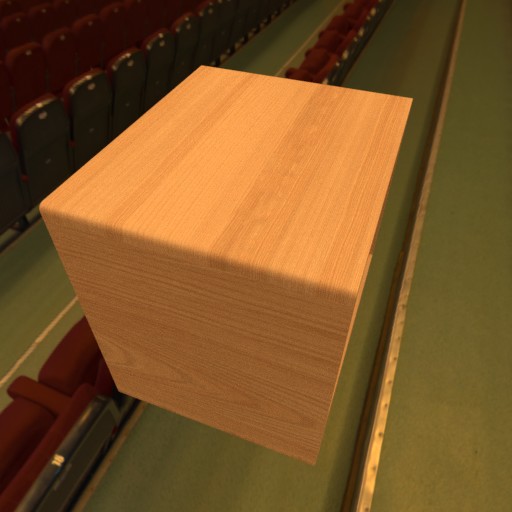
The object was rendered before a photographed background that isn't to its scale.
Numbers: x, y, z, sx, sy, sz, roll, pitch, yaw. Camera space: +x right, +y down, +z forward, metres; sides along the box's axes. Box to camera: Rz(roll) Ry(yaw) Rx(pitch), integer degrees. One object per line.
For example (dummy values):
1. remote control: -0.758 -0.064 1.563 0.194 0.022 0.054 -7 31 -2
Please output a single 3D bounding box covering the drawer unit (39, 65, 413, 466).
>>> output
1. drawer unit: 0.000 0.000 0.597 0.290 0.344 0.344 15 47 15
